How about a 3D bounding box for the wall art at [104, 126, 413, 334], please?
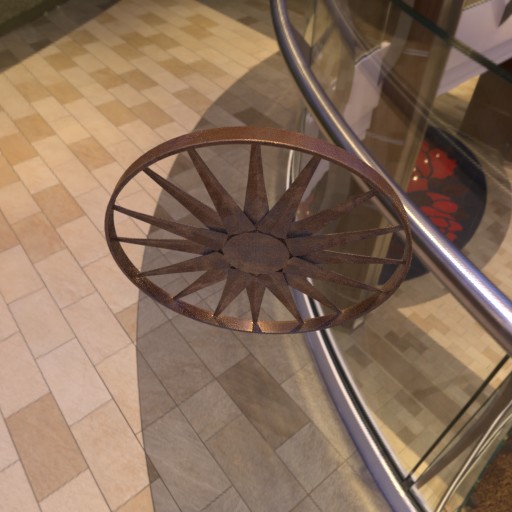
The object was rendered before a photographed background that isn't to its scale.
[{"bbox_3d":[0.000,0.000,0.874,0.582,0.583,0.084,4,47,4],"label":"wall art"}]
